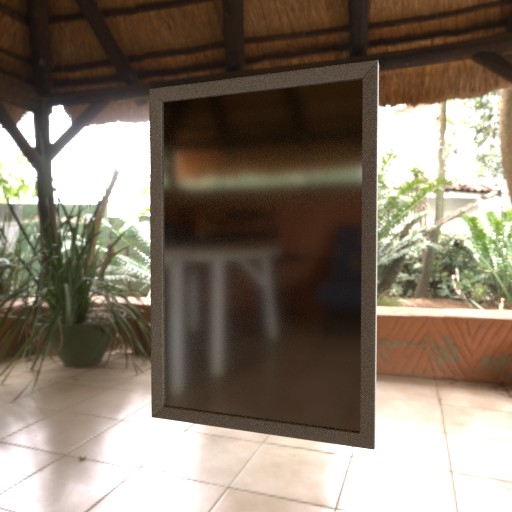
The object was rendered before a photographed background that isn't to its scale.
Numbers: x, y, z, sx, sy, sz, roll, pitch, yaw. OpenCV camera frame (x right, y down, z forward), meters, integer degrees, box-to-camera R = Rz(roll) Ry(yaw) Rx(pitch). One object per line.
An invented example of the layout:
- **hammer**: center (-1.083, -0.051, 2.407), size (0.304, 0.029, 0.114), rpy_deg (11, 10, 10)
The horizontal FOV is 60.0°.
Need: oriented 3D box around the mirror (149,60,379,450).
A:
- **mirror**: center (0.000, 0.000, 1.155), size (0.609, 0.915, 0.040), rpy_deg (1, 2, 19)
